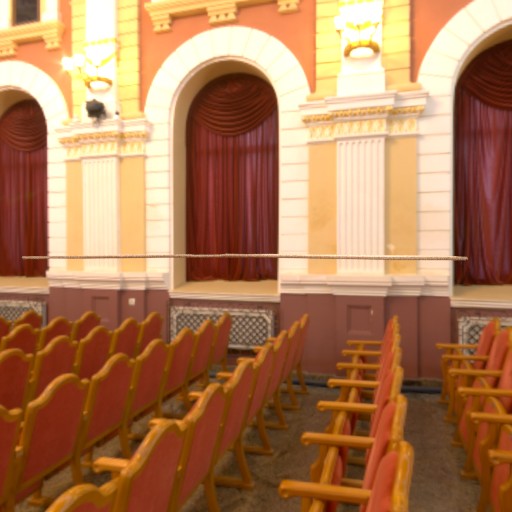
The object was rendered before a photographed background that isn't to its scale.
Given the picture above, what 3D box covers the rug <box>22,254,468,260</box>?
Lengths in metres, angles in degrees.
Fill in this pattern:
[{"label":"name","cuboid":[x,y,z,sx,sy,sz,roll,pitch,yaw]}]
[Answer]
[{"label":"rug","cuboid":[0.000,0.000,2.940,2.346,0.029,1.574,0,0,17]}]
